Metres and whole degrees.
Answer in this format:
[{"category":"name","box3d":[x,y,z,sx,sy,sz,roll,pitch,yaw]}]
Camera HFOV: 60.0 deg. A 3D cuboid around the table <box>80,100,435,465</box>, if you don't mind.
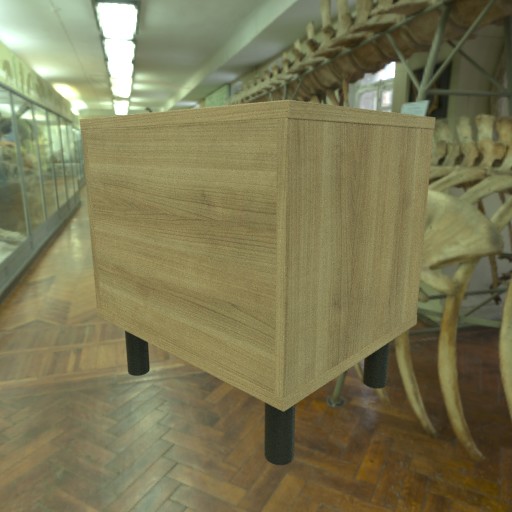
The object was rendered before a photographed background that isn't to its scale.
[{"category":"table","box3d":[0.000,0.000,0.775,0.445,0.460,0.380,13,18,42]}]
